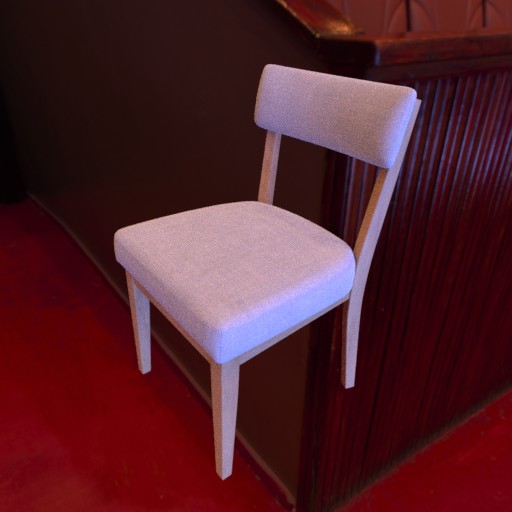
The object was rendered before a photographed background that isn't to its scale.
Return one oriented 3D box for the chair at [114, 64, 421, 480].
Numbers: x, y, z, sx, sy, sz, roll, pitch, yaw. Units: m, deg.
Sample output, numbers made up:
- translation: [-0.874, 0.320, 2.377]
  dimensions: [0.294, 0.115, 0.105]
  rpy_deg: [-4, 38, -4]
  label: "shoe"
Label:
- translation: [0.000, 0.000, 1.138]
  dimensions: [0.572, 0.832, 0.508]
  rpy_deg: [-21, 37, -32]
  label: "chair"
